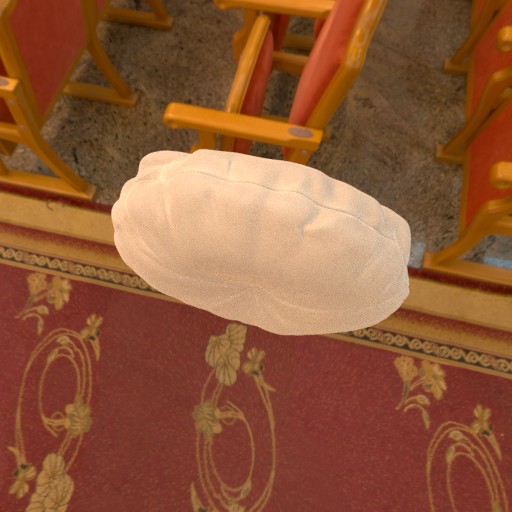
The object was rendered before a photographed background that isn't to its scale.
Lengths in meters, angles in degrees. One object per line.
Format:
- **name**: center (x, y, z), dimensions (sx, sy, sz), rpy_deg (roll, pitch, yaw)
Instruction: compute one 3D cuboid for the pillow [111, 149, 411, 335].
- **pillow**: center (0.000, 0.000, 0.639), dimensions (0.428, 0.407, 0.148), rpy_deg (13, 67, 6)
